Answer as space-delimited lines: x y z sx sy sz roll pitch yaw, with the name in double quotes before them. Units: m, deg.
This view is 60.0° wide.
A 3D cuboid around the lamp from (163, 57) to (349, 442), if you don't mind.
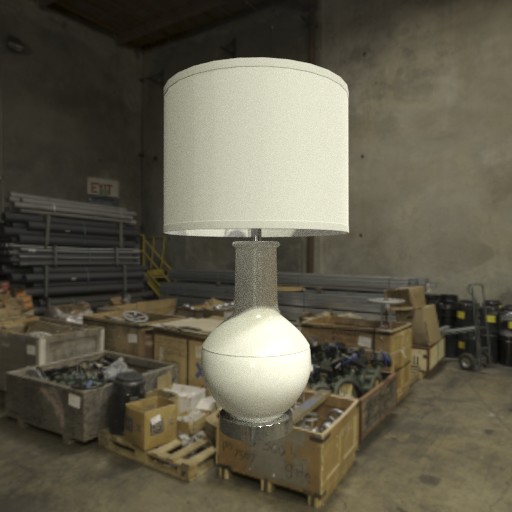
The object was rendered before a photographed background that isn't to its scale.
"lamp" 0.000 0.000 0.870 0.357 0.673 0.357 0 0 35
